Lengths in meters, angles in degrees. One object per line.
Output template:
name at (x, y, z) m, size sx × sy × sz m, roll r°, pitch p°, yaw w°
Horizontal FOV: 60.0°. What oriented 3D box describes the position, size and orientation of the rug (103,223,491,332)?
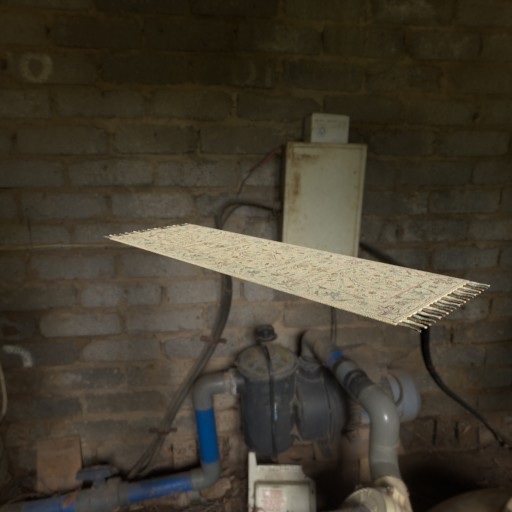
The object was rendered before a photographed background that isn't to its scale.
rug at (0.000, 0.000, 2.711) m, size 2.440 × 0.013 × 0.769 m, roll 14°, pitch 20°, yaw 43°
